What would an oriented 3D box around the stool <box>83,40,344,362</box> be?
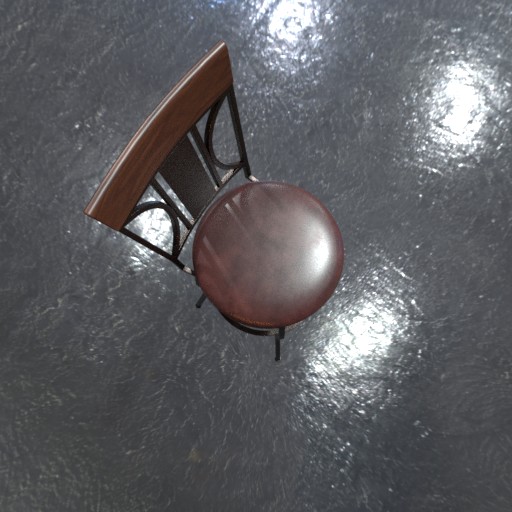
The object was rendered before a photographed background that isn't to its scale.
[{"bbox_3d":[0.000,0.000,1.377,0.513,1.130,0.448,33,78,8],"label":"stool"}]
